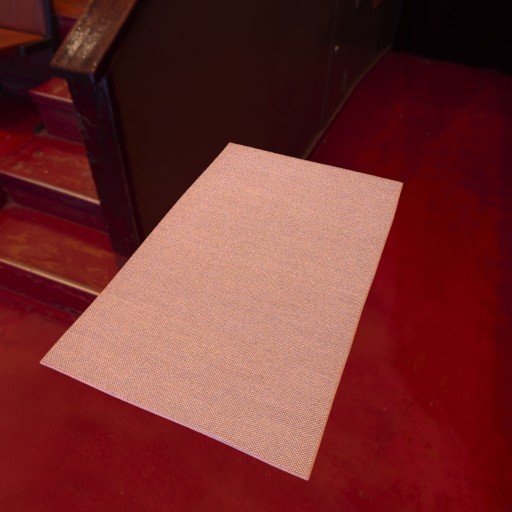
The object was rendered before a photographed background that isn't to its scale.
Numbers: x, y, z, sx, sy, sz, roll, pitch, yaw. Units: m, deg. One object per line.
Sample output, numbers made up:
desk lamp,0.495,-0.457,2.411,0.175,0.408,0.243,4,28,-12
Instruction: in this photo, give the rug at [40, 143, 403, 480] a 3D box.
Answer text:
rug,0.000,0.000,2.064,1.078,0.013,1.678,17,48,16
